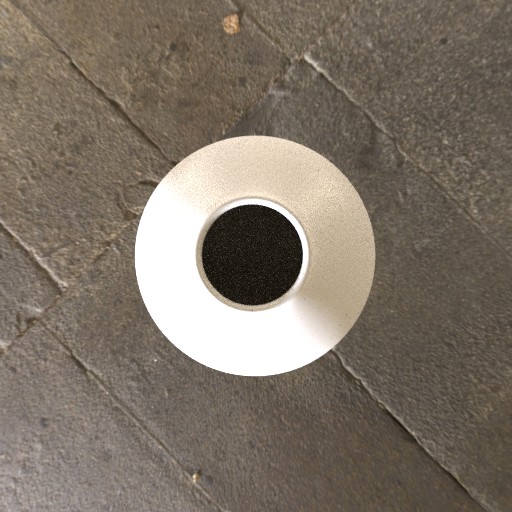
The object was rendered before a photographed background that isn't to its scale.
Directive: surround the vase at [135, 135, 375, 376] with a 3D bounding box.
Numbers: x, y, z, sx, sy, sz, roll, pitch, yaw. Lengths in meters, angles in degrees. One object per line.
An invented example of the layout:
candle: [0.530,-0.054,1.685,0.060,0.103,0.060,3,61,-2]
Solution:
vase: [0.000,0.000,0.354,0.169,0.240,0.169,0,90,1]
